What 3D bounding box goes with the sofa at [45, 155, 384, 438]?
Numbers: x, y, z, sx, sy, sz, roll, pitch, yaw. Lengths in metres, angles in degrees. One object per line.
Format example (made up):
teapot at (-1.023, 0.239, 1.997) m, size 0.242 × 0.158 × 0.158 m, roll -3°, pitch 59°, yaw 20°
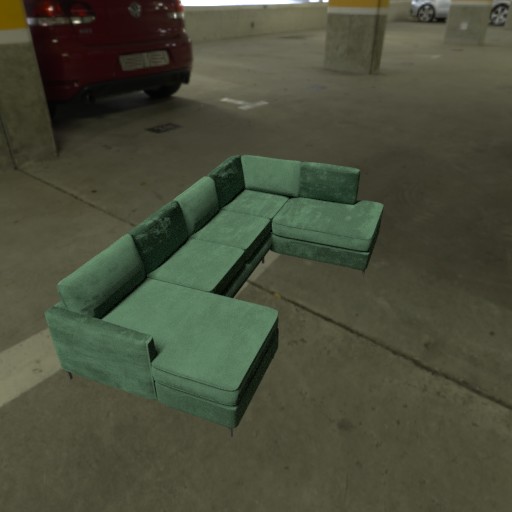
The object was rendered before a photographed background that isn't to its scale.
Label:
sofa at (0.000, 0.000, 4.446) m, size 2.055 × 0.992 × 3.434 m, roll 12°, pitch 33°, yaw 19°
